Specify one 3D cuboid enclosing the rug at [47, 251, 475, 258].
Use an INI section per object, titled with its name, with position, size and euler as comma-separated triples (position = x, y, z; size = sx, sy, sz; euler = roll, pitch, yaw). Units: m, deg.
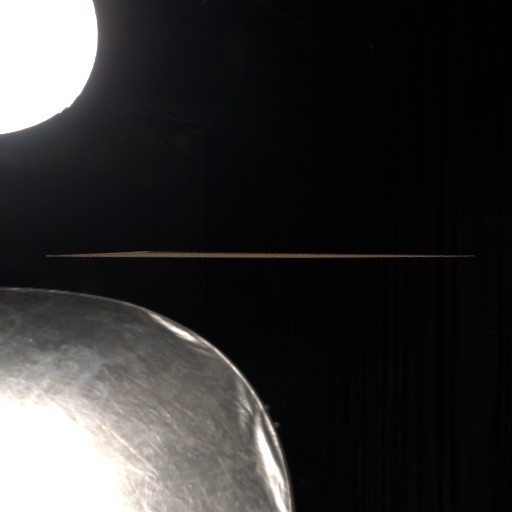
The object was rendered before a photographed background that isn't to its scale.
[rug]
position = 0.000, 0.000, 4.020
size = 3.045, 0.011, 2.436
euler = 0, -1, -36
